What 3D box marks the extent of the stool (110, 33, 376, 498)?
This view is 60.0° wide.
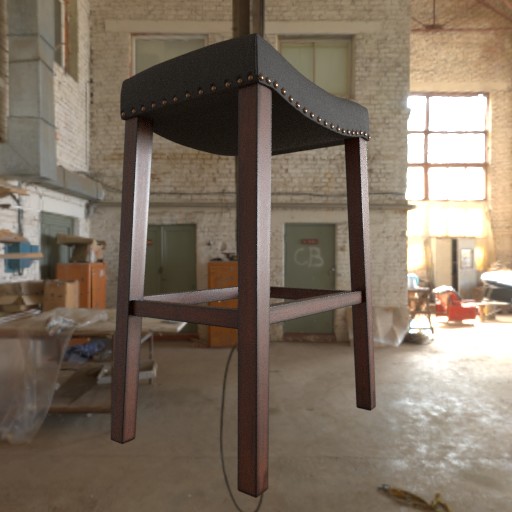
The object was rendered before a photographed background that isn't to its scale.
[{"bbox_3d":[0.000,0.000,0.992,0.366,0.748,0.502,0,1,36],"label":"stool"}]
